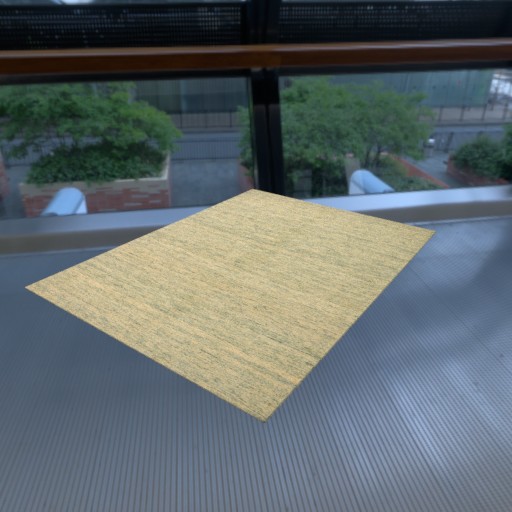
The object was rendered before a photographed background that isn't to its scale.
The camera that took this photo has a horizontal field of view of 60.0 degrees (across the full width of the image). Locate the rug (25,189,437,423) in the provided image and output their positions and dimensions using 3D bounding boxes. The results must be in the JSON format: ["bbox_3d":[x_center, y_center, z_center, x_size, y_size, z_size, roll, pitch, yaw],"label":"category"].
[{"bbox_3d":[0.000,0.000,4.208,2.437,0.014,3.201,18,32,32],"label":"rug"}]
